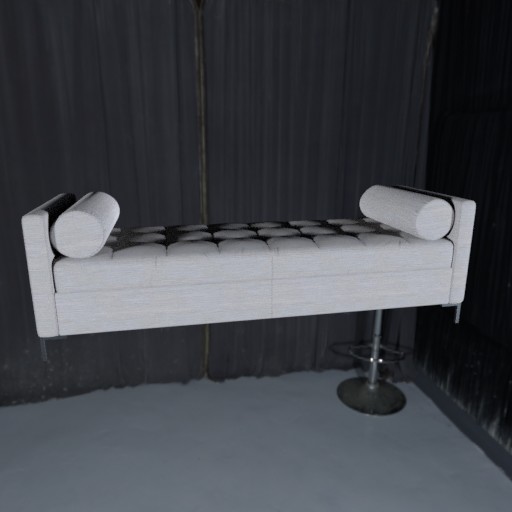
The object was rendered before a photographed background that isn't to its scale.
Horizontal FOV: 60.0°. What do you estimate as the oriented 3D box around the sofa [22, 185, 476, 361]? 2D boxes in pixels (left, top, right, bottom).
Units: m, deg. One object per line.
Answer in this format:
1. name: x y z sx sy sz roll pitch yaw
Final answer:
1. sofa: 0.000 0.000 2.284 1.981 0.635 0.686 -3 16 -11
